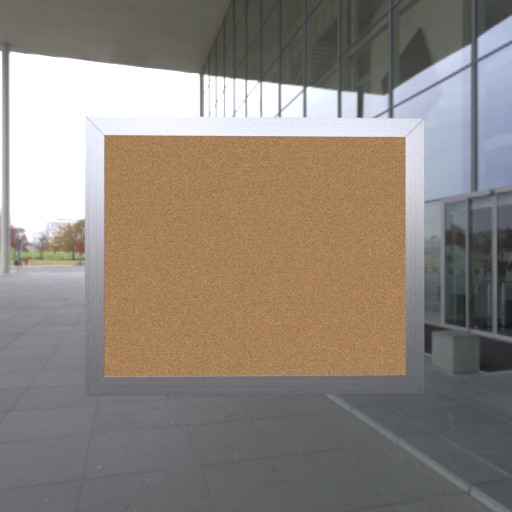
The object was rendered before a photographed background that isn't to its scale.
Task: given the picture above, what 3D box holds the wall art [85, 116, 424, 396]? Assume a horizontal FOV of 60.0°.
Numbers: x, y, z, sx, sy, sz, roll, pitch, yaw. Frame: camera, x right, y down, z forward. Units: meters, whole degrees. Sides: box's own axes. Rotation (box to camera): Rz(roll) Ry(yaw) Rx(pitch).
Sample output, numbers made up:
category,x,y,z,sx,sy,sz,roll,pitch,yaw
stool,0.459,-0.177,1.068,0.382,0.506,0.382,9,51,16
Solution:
category,x,y,z,sx,sy,sz,roll,pitch,yaw
wall art,0.000,0.000,0.743,0.557,0.456,0.032,0,0,-1
